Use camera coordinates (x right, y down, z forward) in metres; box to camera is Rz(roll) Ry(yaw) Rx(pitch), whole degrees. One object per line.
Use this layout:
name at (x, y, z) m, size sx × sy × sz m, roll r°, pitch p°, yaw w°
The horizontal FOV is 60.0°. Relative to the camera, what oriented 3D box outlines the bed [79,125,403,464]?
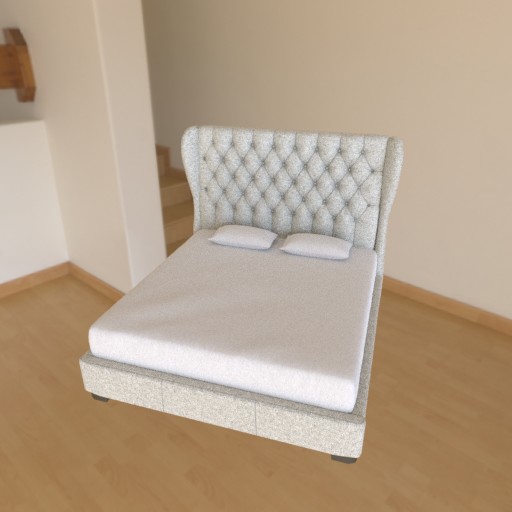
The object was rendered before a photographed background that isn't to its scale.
bed at (0.000, 0.000, 3.840) m, size 2.219 × 1.771 × 2.347 m, roll 8°, pitch 27°, yaw 16°
